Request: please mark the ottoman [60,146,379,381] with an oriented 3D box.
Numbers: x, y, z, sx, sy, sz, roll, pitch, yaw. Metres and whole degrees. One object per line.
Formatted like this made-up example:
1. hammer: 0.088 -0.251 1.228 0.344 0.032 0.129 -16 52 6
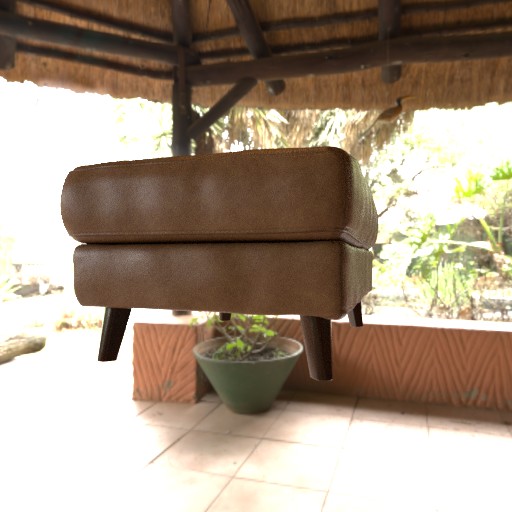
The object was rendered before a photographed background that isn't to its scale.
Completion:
1. ottoman: 0.000 0.000 1.221 0.630 0.461 0.869 0 -1 18
